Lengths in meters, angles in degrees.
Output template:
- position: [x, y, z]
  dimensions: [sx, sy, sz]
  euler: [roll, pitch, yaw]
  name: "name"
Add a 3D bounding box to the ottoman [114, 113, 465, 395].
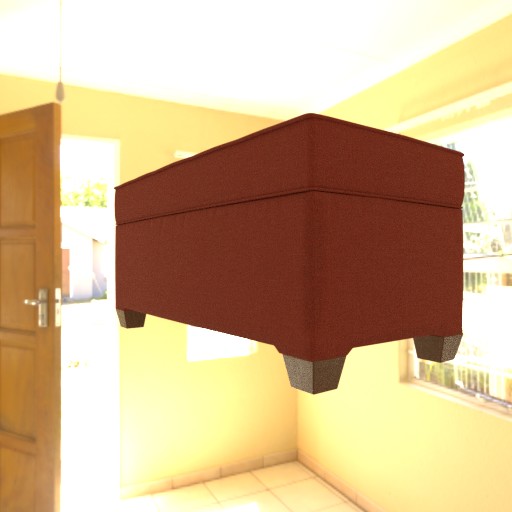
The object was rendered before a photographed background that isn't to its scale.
- position: [0.000, 0.000, 1.199]
  dimensions: [0.497, 0.454, 0.948]
  euler: [0, 0, -36]
  name: "ottoman"
